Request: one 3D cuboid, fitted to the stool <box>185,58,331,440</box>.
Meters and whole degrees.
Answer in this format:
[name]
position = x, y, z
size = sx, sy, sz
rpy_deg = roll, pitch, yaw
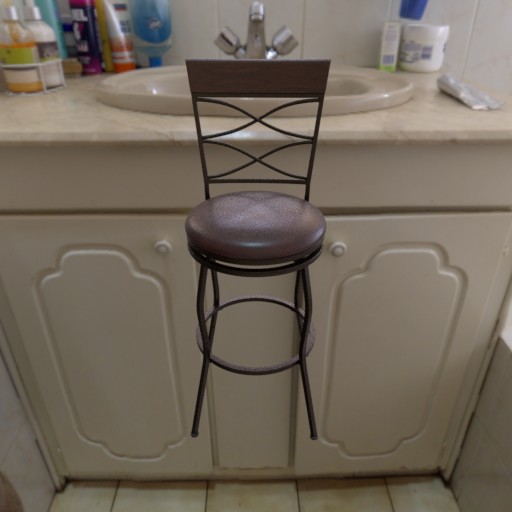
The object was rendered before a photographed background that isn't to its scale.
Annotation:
[stool]
position = 0.000, 0.000, 1.438
size = 0.448, 1.130, 0.513
rpy_deg = 1, 30, 1
